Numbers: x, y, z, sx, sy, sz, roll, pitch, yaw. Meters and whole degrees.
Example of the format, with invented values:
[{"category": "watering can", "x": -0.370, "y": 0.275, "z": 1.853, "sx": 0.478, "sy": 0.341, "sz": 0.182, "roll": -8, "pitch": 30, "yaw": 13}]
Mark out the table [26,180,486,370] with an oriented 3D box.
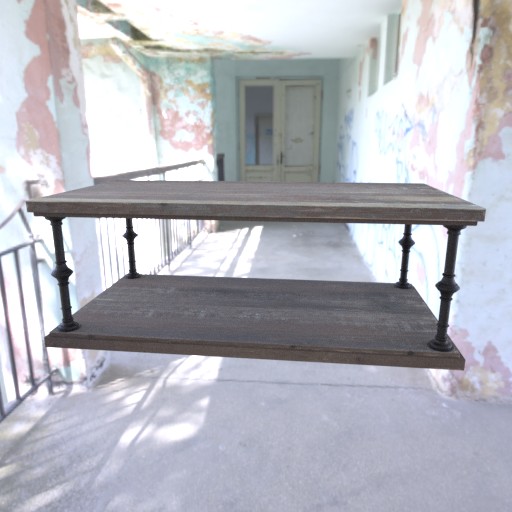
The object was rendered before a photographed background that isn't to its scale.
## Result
[{"category": "table", "x": 0.000, "y": 0.000, "z": 1.357, "sx": 1.088, "sy": 0.399, "sz": 0.554, "roll": 2, "pitch": 15, "yaw": 6}]
